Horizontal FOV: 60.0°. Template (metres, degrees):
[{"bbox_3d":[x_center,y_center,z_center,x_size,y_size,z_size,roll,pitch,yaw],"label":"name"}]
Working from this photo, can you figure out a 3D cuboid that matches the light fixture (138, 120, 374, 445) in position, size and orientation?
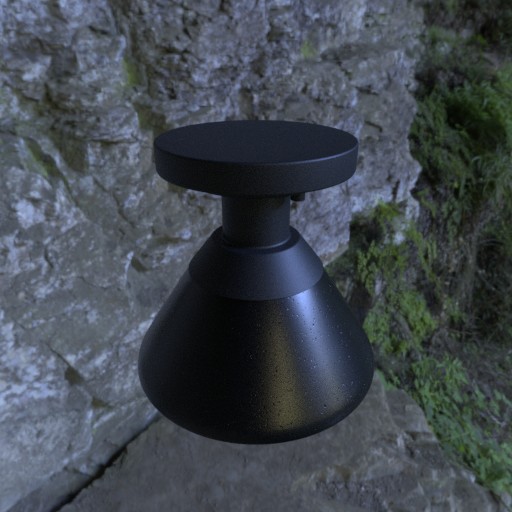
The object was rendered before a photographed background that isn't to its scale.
[{"bbox_3d":[0.000,0.000,0.346,0.200,0.183,0.200,0,27,0],"label":"light fixture"}]
